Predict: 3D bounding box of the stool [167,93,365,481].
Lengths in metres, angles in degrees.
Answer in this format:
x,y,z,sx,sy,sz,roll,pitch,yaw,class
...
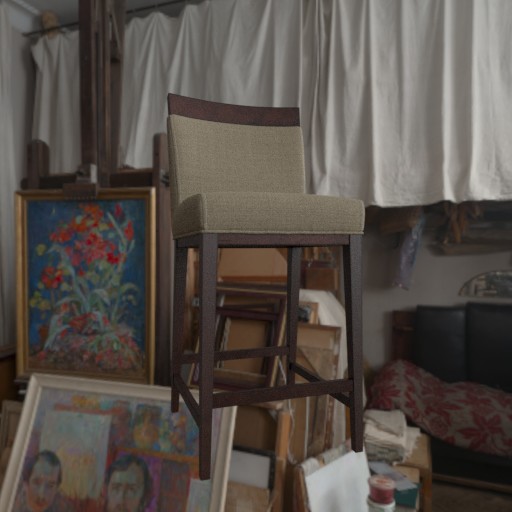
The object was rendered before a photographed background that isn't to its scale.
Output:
x,y,z,sx,sy,sz,roll,pitch,yaw,class
0.000,0.000,1.292,0.463,1.011,0.480,-1,2,-19,stool
